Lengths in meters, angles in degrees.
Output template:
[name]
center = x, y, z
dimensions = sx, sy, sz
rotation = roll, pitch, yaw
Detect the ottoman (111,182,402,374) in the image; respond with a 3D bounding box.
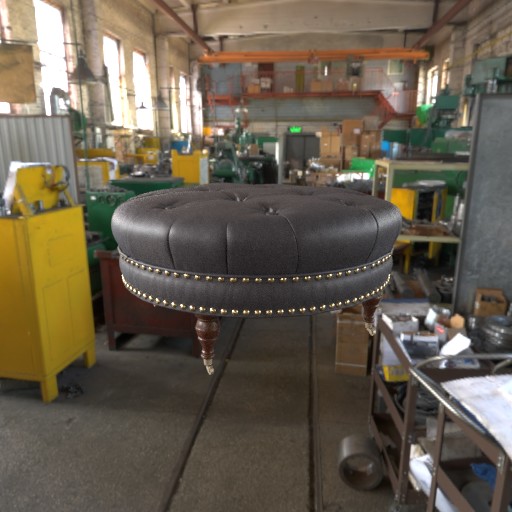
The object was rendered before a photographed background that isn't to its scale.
[ottoman]
center = 0.000, 0.000, 1.453
dimensions = 0.901, 0.439, 0.901
rotation = 0, 14, 0
